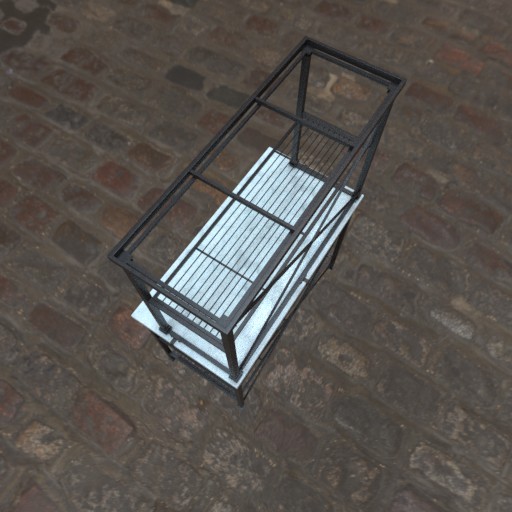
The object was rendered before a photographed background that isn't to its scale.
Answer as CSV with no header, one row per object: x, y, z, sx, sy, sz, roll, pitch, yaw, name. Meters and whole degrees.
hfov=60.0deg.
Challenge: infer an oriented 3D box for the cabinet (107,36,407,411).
0.000,0.000,2.273,0.610,1.659,1.210,30,67,14,cabinet
